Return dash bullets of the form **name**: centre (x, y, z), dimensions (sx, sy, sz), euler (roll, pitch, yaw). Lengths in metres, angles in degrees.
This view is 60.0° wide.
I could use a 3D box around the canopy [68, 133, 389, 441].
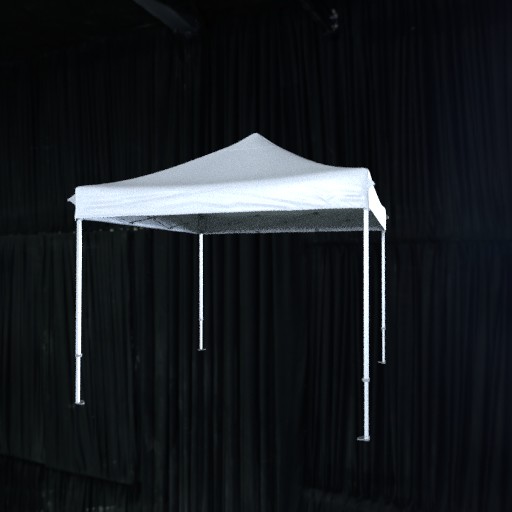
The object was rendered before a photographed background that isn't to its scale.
- **canopy**: centre (0.000, 0.000, 5.397), dimensions (2.994, 2.998, 2.996), euler (0, -1, 19)
